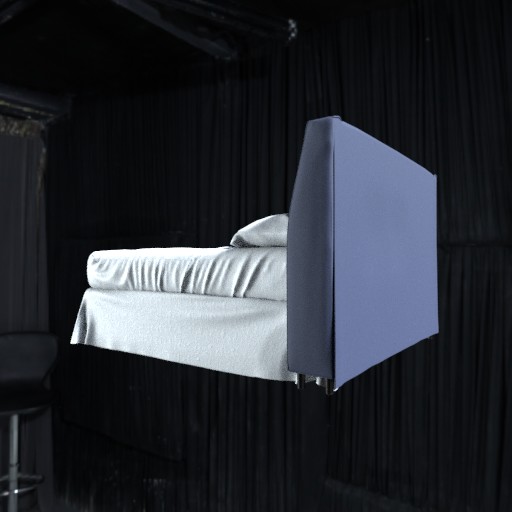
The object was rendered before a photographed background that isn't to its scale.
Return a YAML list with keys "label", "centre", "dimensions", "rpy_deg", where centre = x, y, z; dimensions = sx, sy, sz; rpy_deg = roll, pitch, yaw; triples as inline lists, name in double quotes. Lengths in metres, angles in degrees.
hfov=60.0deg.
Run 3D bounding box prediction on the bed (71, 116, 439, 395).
- label: "bed"
  centre: [0.000, 0.000, 3.468]
  dimensions: [2.276, 1.332, 1.925]
  rpy_deg: [0, 0, 36]
